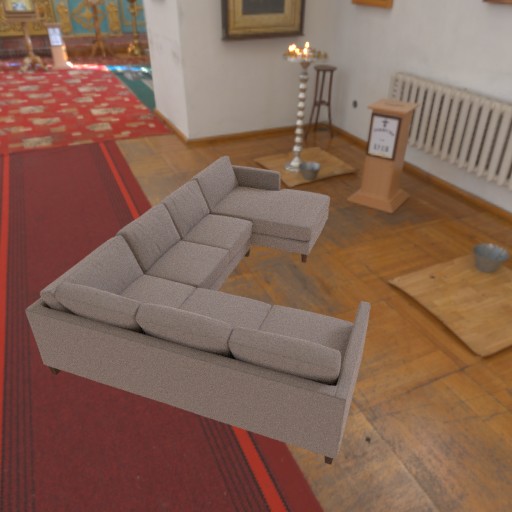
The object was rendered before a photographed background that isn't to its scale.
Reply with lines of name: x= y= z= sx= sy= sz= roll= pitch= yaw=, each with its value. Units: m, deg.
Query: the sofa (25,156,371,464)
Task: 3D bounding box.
sofa: x=0.000 y=0.000 z=4.439 sx=2.424 sy=0.865 sz=3.438 roll=11 pitch=33 yaw=17
